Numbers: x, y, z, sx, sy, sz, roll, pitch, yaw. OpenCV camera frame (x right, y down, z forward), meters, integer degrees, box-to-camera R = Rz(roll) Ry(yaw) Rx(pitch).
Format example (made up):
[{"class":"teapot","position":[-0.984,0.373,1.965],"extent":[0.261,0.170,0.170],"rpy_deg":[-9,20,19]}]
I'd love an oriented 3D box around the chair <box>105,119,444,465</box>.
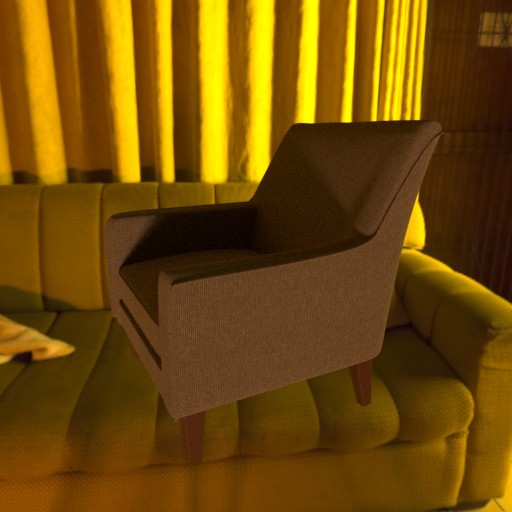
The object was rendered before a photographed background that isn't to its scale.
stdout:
[{"class":"chair","position":[0.000,0.000,1.570],"extent":[0.899,0.919,0.780],"rpy_deg":[-8,18,-27]}]
